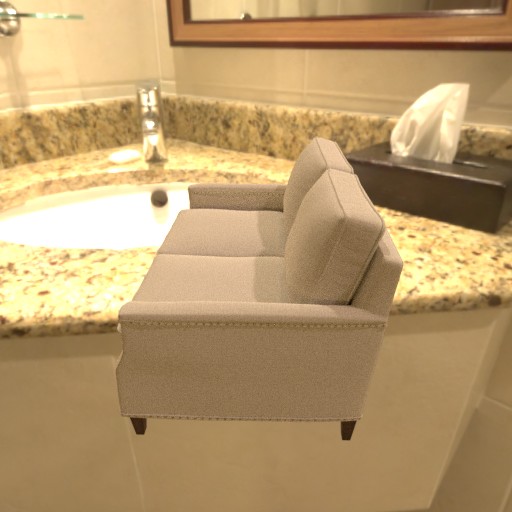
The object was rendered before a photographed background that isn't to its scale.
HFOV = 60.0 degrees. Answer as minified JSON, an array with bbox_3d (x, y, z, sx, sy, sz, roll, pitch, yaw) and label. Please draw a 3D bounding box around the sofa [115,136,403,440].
[{"bbox_3d":[0.000,0.000,2.342,1.084,1.003,1.597,1,27,2],"label":"sofa"}]
